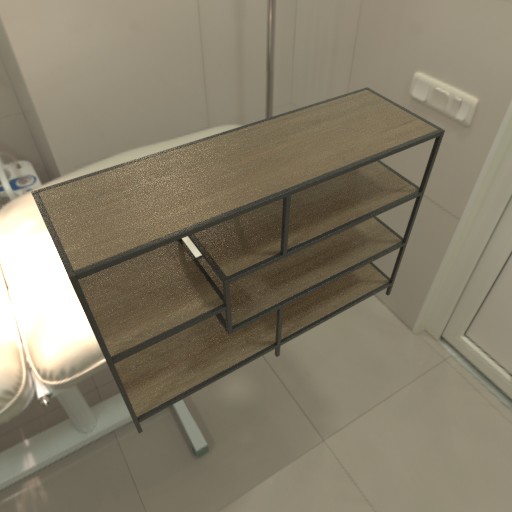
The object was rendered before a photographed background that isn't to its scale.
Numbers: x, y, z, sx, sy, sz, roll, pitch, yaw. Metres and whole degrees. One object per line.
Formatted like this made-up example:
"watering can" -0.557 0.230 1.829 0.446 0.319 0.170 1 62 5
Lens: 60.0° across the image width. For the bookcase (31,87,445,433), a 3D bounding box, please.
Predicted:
"bookcase" 0.000 0.000 1.519 1.140 0.780 0.350 -24 50 -22
